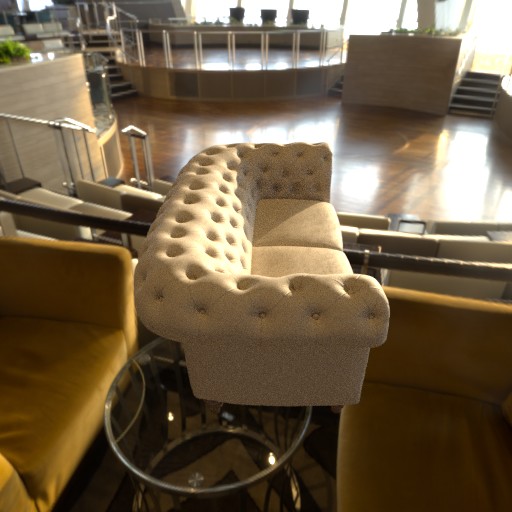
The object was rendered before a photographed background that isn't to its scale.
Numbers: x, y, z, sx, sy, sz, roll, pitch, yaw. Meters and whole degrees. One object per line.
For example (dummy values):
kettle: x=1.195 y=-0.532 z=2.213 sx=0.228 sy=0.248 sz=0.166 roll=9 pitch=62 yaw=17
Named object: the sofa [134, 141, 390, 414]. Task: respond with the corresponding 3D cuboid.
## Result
sofa: x=0.000 y=0.000 z=2.585 sx=1.069 sy=0.835 sz=1.988 roll=1 pitch=31 yaw=2
